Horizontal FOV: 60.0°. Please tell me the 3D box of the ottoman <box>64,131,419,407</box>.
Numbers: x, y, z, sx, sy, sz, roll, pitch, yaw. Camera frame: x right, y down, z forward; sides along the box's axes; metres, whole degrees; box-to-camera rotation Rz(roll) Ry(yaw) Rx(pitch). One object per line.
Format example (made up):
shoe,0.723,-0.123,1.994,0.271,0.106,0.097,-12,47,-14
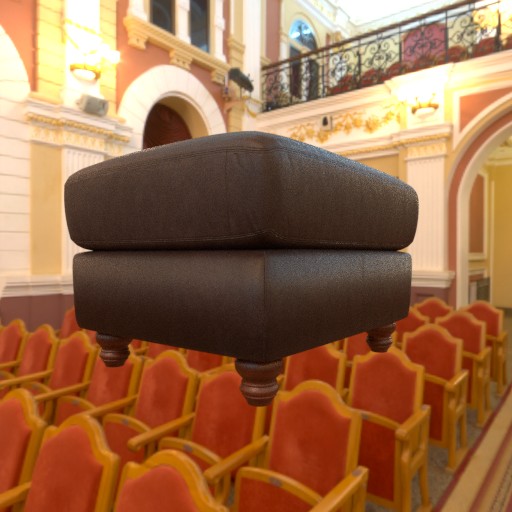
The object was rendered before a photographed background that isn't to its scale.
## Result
ottoman,0.000,0.000,1.239,0.670,0.569,0.806,0,0,38
